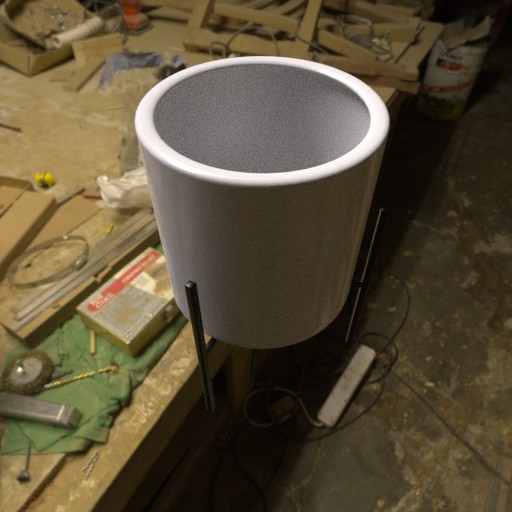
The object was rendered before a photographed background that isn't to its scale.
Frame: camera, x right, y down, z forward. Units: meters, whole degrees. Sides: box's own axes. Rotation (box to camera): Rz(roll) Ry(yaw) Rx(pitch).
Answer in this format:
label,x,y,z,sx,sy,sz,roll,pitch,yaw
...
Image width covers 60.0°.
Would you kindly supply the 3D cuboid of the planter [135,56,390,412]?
label,x,y,z,sx,sy,sz,roll,pitch,yaw
planter,0.000,0.000,0.506,0.239,0.356,0.239,23,51,21
